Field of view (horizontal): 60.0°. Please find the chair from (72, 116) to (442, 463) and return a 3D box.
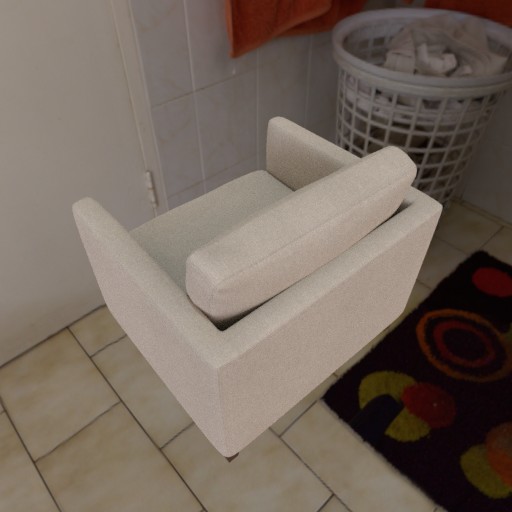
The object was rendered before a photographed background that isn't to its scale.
[{"bbox_3d":[0.000,0.000,1.854,1.107,0.961,0.959,-31,53,-27],"label":"chair"}]
